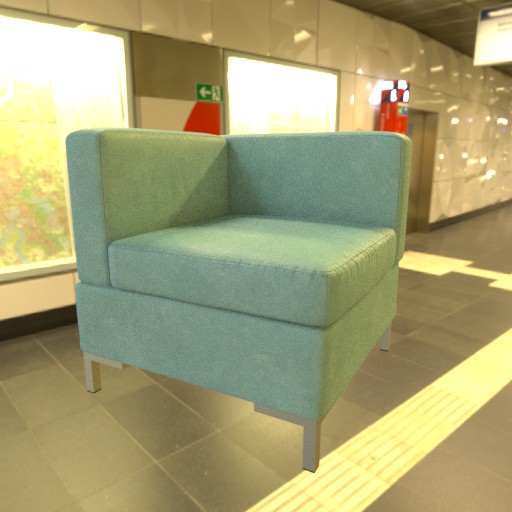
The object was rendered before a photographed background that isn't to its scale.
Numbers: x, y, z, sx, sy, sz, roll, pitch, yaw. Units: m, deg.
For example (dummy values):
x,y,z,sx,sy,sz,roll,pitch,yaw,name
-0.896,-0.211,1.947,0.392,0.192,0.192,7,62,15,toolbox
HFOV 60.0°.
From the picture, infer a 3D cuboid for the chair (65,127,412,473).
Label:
x,y,z,sx,sy,sz,roll,pitch,yaw,name
0.000,0.000,1.190,0.680,0.660,0.680,7,15,28,chair
